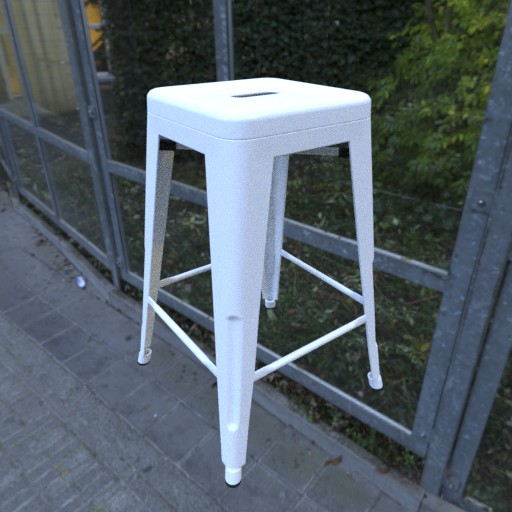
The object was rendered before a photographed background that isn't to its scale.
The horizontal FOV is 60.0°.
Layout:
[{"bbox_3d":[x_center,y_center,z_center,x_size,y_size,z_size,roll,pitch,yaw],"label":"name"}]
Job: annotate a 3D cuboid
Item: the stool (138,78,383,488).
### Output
[{"bbox_3d":[0.000,0.000,0.864,0.406,0.610,0.406,-19,34,-31],"label":"stool"}]
